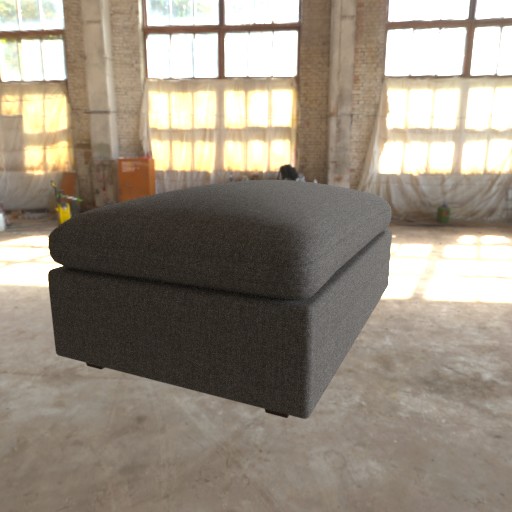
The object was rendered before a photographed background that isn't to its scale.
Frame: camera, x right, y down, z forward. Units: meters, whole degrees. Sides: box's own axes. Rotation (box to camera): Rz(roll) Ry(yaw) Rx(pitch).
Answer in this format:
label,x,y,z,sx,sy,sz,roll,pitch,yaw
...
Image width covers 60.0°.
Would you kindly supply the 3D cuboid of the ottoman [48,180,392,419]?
label,x,y,z,sx,sy,sz,roll,pitch,yaw
ottoman,0.000,0.000,1.448,0.711,0.483,1.041,6,14,24
